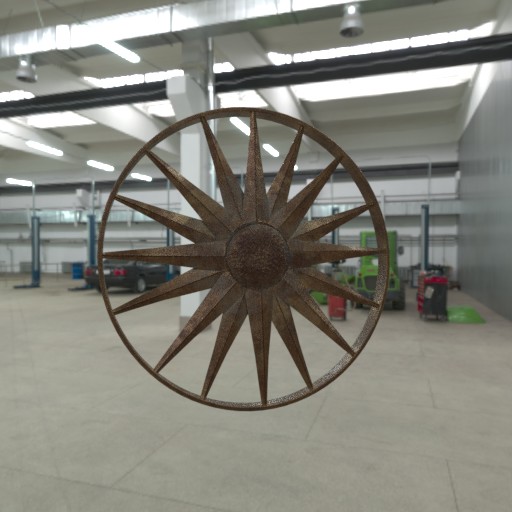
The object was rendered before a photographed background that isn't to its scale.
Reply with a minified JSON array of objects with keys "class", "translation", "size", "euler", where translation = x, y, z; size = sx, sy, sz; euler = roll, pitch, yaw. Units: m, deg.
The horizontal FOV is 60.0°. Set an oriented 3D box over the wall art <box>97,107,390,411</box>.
[{"class":"wall art","translation":[0.000,0.000,0.864],"size":[0.582,0.583,0.084],"euler":[0,1,-17]}]
